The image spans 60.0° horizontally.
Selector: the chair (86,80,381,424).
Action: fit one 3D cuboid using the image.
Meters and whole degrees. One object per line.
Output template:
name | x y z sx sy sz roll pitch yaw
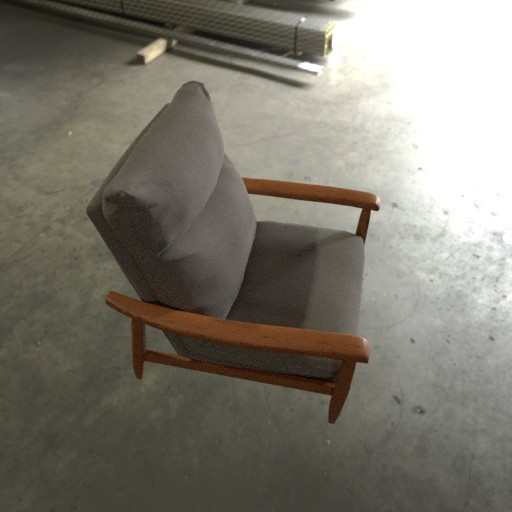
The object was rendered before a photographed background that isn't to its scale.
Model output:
chair | 0.000 0.000 1.562 0.816 0.922 0.782 10 48 9
